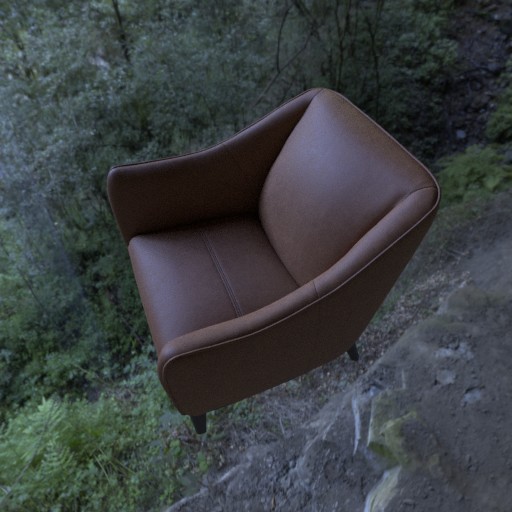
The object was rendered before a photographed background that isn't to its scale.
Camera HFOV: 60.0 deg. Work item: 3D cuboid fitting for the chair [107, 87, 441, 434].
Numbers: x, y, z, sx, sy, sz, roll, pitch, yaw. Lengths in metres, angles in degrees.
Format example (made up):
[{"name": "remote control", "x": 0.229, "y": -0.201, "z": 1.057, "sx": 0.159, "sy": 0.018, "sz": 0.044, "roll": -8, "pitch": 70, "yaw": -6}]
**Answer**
[{"name": "chair", "x": 0.000, "y": 0.000, "z": 1.556, "sx": 0.852, "sy": 0.830, "sz": 0.871, "roll": -16, "pitch": 48, "yaw": -15}]
